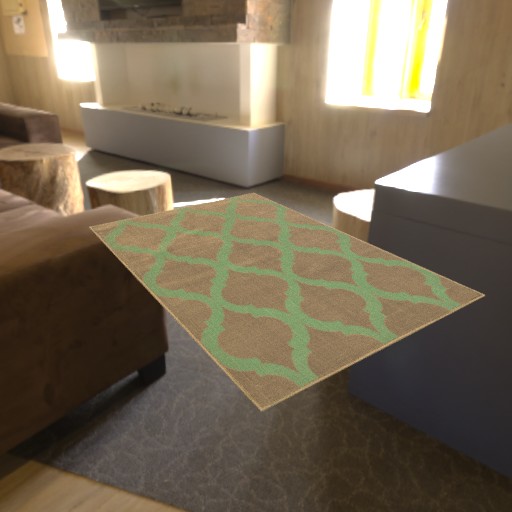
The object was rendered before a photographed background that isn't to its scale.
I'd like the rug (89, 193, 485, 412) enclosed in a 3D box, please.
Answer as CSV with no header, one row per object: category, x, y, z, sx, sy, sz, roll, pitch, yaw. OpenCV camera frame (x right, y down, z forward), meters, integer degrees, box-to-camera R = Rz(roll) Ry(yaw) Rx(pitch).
rug,0.000,0.000,2.926,1.524,0.006,2.286,-17,30,-31
